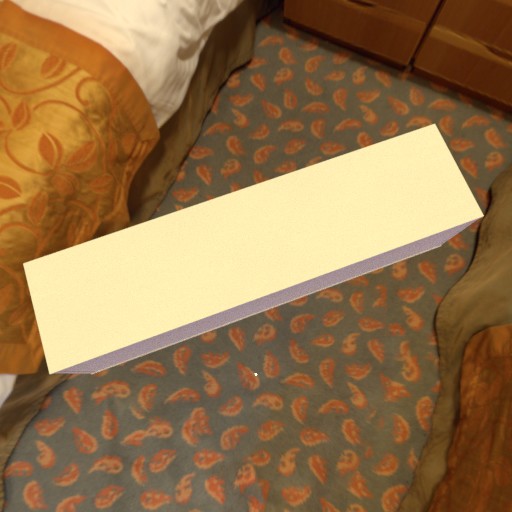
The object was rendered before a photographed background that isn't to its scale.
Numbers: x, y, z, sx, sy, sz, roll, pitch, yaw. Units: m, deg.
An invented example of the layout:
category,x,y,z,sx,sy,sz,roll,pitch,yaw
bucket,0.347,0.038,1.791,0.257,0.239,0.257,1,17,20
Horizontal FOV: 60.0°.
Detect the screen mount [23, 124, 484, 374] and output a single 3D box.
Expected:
category,x,y,z,sx,sy,sz,roll,pitch,yaw
screen mount,0.000,0.000,1.830,1.600,0.520,0.418,-20,76,-5
